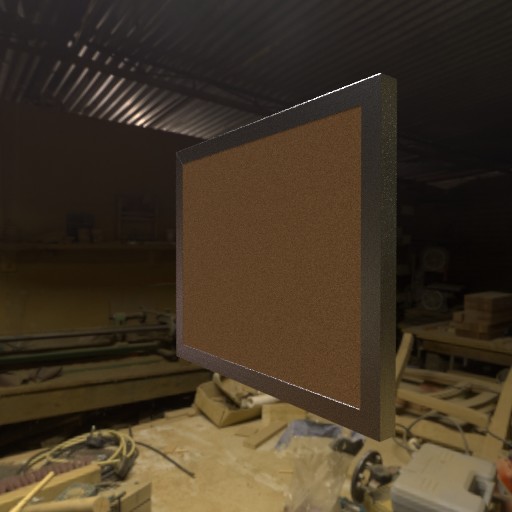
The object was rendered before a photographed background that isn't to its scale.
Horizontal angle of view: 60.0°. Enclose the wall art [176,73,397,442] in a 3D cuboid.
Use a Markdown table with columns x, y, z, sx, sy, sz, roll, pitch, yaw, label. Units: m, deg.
| x | y | z | sx | sy | sz | roll | pitch | yaw | label |
| --- | --- | --- | --- | --- | --- | --- | --- | --- | --- |
| 0.000 | 0.000 | 0.780 | 0.032 | 0.456 | 0.557 | -1 | 1 | -37 | wall art |
